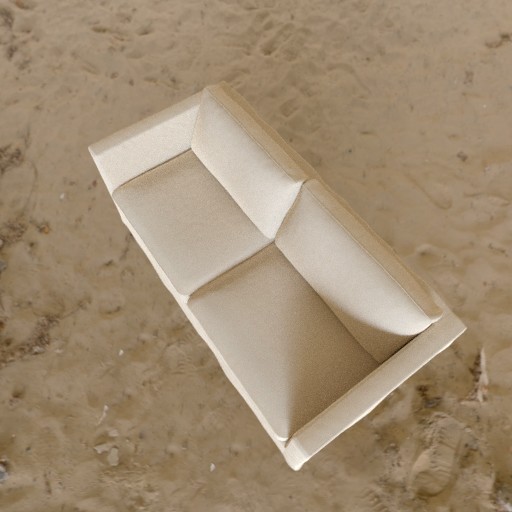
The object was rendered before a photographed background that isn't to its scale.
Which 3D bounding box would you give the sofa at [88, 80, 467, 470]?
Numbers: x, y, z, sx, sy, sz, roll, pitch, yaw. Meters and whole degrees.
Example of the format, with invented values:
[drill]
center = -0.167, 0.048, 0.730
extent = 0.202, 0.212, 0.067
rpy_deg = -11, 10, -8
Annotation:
[sofa]
center = 0.000, 0.000, 2.471
extent = 0.940, 0.870, 1.987
rpy_deg = -32, 66, -16
